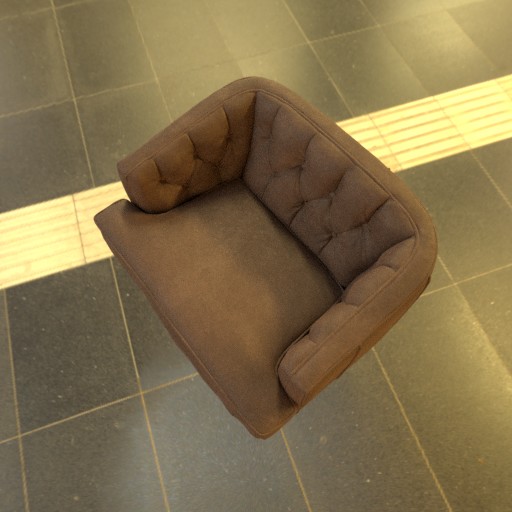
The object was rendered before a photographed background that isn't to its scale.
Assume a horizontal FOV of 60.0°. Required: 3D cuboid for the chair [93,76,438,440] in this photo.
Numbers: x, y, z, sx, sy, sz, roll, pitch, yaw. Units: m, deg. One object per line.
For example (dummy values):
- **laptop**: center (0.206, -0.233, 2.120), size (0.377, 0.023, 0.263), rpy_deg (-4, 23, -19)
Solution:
- **chair**: center (0.000, 0.000, 1.789), size (0.914, 0.787, 1.118), rpy_deg (-36, 68, -17)
